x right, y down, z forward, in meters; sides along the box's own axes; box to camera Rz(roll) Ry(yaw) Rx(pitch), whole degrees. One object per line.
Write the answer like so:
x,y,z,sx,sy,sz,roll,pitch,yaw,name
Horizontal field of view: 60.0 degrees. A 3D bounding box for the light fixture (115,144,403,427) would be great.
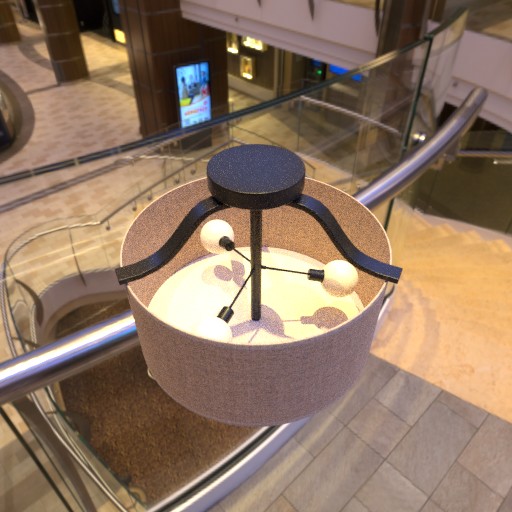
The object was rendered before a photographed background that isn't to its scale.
0.000,0.000,0.664,0.390,0.306,0.390,0,41,0,light fixture
